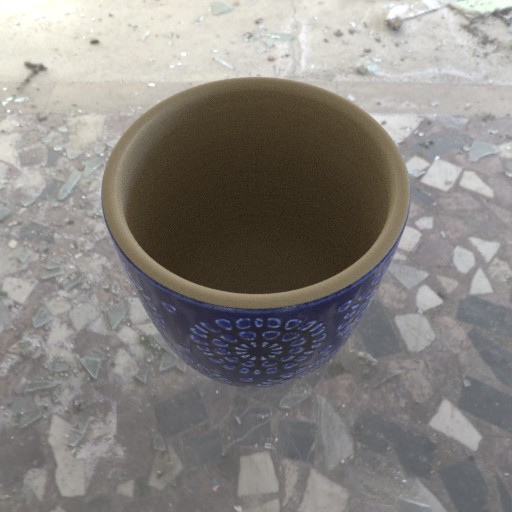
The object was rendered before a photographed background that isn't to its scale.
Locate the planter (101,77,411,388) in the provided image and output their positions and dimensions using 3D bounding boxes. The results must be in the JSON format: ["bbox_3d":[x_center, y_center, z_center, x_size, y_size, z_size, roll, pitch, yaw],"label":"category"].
[{"bbox_3d":[0.000,0.000,0.202,0.109,0.112,0.109,0,57,0],"label":"planter"}]
